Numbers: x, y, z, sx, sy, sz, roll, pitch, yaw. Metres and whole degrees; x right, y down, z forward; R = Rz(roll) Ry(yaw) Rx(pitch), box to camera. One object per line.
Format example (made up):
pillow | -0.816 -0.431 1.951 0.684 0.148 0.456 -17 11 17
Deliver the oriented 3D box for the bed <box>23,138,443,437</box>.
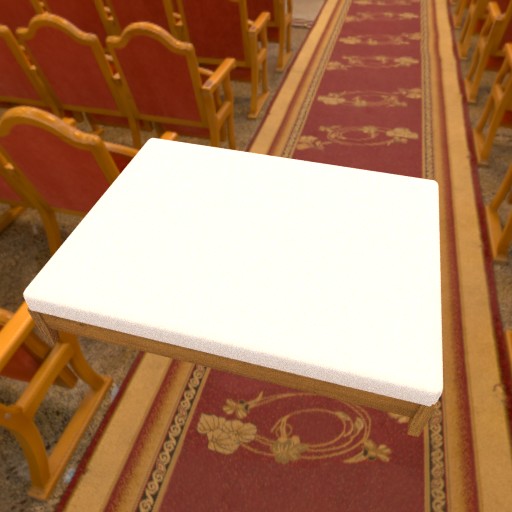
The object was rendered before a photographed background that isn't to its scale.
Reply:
bed | 0.000 0.000 2.655 2.016 0.431 1.536 11 47 11
